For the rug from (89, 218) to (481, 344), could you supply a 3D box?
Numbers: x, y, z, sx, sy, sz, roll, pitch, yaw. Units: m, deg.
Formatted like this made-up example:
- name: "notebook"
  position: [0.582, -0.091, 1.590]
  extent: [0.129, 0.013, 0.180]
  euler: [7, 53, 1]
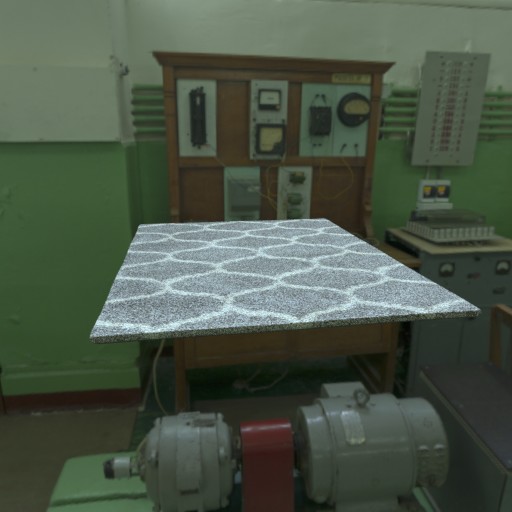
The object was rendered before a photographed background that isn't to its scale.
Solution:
- name: "rug"
  position: [0.000, 0.000, 2.072]
  extent: [1.200, 0.025, 1.600]
  euler: [-3, 16, -9]
